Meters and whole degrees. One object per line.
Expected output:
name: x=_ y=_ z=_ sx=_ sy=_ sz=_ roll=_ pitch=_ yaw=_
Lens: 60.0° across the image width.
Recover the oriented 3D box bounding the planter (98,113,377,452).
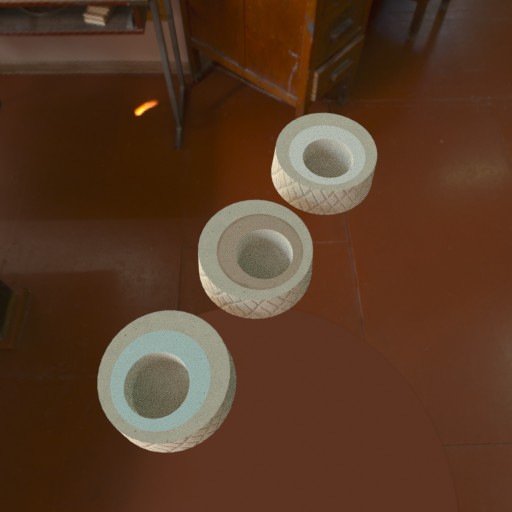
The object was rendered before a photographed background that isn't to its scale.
planter: x=0.000 y=0.000 z=0.430 sx=0.114 sy=0.038 sz=0.390 roll=29 pitch=66 yaw=15
